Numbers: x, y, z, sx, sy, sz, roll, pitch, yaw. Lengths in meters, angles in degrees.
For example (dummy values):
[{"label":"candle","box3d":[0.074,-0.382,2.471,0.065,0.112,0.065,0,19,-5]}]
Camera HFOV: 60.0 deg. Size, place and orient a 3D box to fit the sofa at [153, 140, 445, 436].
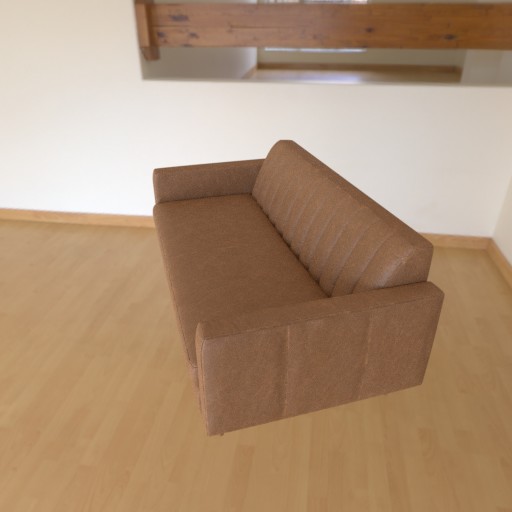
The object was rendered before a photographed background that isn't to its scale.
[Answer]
[{"label":"sofa","box3d":[0.000,0.000,2.445,0.993,0.821,1.847,-8,31,-14]}]
